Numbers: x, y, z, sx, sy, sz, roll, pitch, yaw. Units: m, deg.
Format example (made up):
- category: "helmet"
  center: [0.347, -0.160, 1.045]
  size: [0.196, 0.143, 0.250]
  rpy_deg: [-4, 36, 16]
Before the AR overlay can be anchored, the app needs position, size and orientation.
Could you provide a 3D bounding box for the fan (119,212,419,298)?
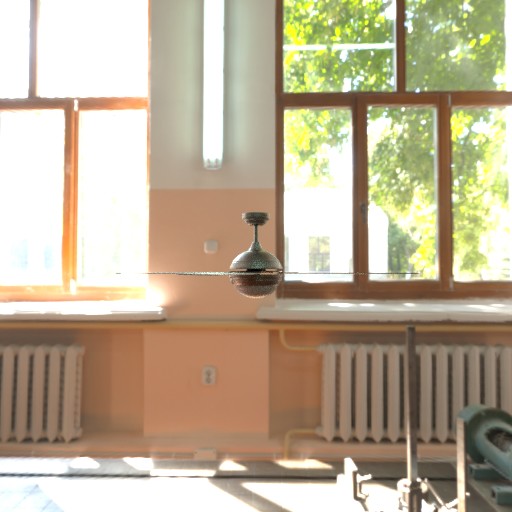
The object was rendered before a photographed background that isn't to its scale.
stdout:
- category: "fan"
  center: [0.000, 0.000, 2.000]
  size: [1.321, 0.381, 1.321]
  rpy_deg: [-1, -2, 36]
